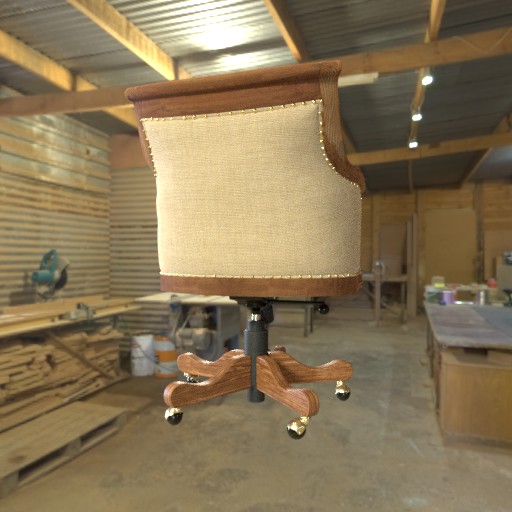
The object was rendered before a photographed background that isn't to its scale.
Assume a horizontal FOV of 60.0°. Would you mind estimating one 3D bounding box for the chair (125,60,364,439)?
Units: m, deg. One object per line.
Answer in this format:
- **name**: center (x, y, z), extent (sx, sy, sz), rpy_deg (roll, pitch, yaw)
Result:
- **chair**: center (0.000, 0.000, 1.428), extent (0.656, 0.965, 0.689), rpy_deg (0, 0, 18)
